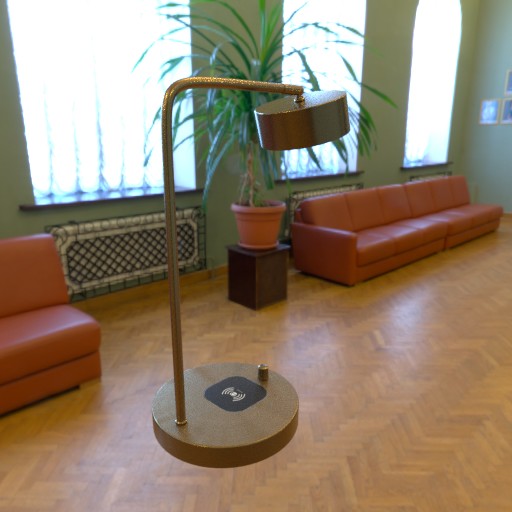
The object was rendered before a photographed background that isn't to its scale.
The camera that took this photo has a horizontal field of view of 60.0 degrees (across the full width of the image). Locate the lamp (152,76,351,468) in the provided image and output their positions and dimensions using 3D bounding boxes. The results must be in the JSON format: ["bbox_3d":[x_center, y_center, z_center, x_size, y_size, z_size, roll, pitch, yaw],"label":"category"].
[{"bbox_3d":[0.000,0.000,0.512,0.270,0.380,0.171,-15,21,-43],"label":"lamp"}]
